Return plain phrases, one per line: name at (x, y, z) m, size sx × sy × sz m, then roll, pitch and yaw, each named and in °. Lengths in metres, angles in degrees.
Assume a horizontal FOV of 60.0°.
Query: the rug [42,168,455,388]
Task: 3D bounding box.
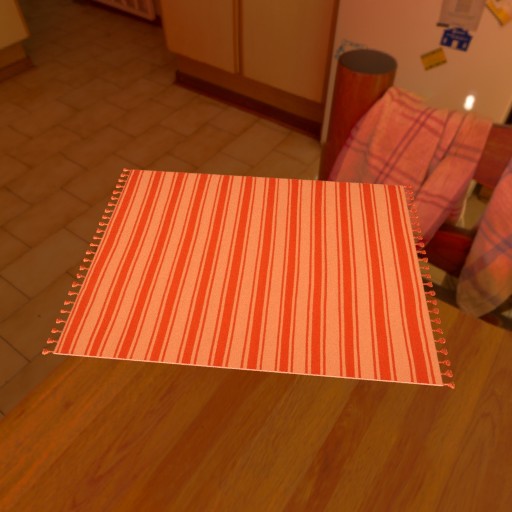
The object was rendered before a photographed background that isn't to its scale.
rug at (0.000, 0.000, 4.379) m, size 3.369 × 0.035 × 2.451 m, roll 4°, pitch 50°, yaw 3°
